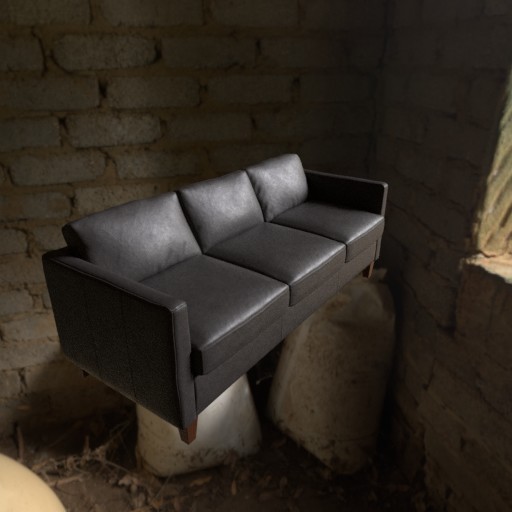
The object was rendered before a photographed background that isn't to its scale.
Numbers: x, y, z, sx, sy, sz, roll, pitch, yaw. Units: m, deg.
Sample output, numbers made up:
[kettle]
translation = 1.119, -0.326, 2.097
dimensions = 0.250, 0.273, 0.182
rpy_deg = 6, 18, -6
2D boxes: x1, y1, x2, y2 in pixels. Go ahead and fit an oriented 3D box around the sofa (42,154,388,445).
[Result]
[sofa]
translation = 0.000, 0.000, 3.071
dimensions = 1.045, 1.006, 2.464
rpy_deg = 17, 29, 32
